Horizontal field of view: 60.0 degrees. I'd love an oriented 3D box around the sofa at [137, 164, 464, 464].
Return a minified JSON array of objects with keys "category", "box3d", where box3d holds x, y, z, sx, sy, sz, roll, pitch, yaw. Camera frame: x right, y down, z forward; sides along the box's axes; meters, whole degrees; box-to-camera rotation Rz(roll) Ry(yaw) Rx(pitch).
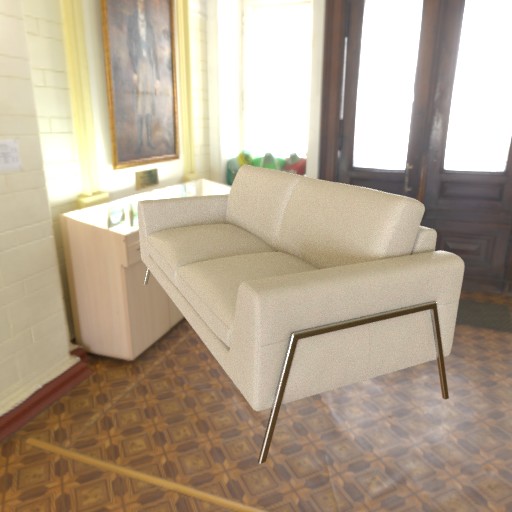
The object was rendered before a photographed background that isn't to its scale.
[{"category":"sofa","box3d":[0.000,0.000,2.506,0.953,0.875,2.017,-8,18,-24]}]
